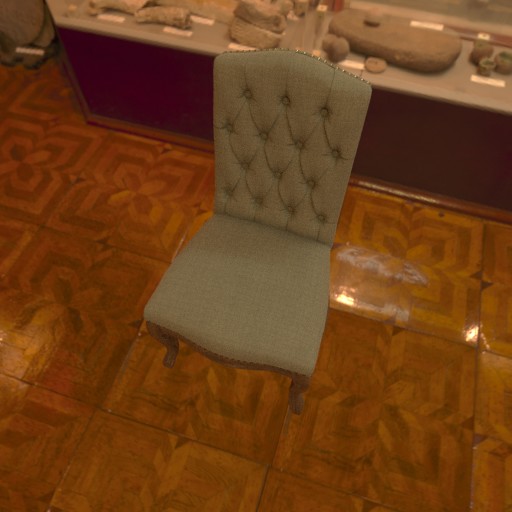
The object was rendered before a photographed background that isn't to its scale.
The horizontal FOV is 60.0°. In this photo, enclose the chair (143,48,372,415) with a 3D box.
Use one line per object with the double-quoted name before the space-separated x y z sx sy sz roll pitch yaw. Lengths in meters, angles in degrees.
"chair" 0.000 0.000 1.605 0.637 1.191 0.731 17 59 11
